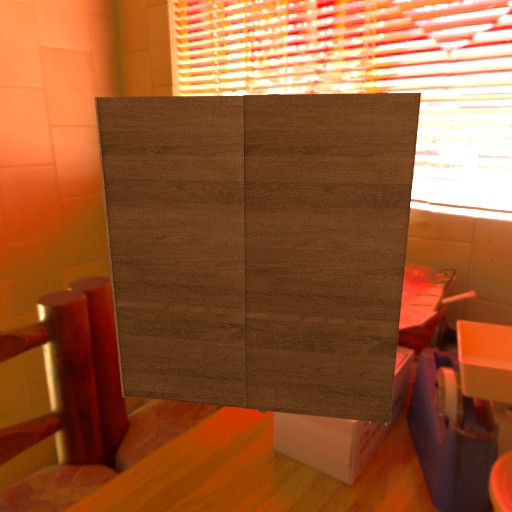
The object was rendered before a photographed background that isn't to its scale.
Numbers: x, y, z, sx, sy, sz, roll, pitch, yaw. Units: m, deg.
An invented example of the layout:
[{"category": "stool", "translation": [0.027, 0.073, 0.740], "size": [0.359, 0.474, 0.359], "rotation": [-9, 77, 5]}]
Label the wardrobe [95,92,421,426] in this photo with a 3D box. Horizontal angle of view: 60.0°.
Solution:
[{"category": "wardrobe", "translation": [0.000, 0.000, 2.910], "size": [1.780, 1.960, 0.629], "rotation": [3, 16, 9]}]
